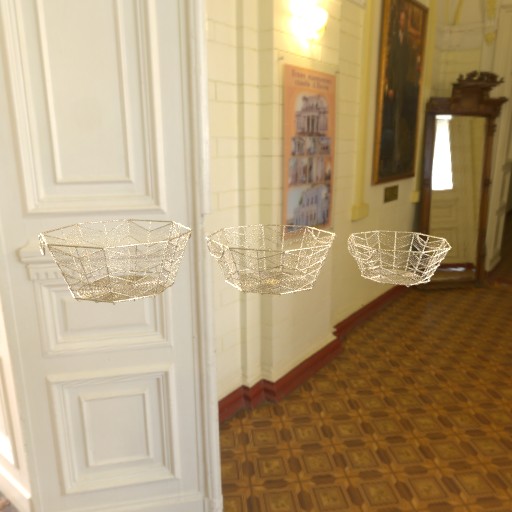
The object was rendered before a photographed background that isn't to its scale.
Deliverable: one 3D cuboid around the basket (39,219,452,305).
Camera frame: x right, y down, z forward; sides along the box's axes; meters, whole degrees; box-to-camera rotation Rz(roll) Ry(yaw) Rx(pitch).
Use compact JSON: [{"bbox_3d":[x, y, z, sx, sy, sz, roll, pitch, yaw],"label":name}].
[{"bbox_3d":[0.000,0.000,1.371,1.246,0.178,0.432,-2,14,-7],"label":"basket"}]
